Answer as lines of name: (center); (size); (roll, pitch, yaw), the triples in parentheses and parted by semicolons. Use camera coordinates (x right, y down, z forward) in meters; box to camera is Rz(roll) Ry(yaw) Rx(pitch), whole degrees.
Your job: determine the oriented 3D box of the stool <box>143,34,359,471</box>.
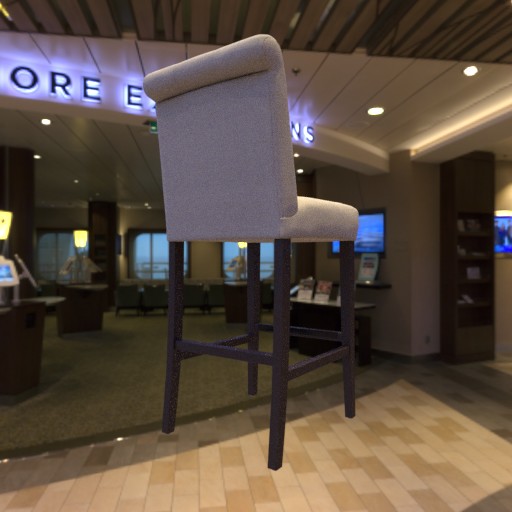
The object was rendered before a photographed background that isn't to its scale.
stool: (0.000, 0.000, 1.466); (0.493, 1.140, 0.601); (0, 0, 36)
